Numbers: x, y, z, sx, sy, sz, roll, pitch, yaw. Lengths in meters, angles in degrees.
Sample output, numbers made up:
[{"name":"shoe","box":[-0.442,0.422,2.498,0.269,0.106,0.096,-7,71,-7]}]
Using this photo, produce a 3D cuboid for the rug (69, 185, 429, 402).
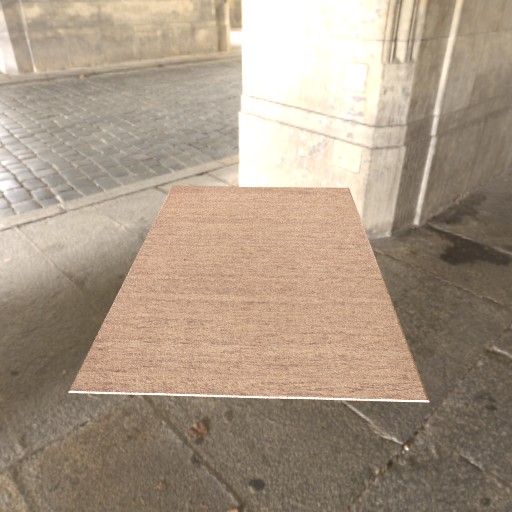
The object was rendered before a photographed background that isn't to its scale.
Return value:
[{"name":"rug","box":[0.000,0.000,2.288,1.225,0.013,1.840,1,31,2]}]
